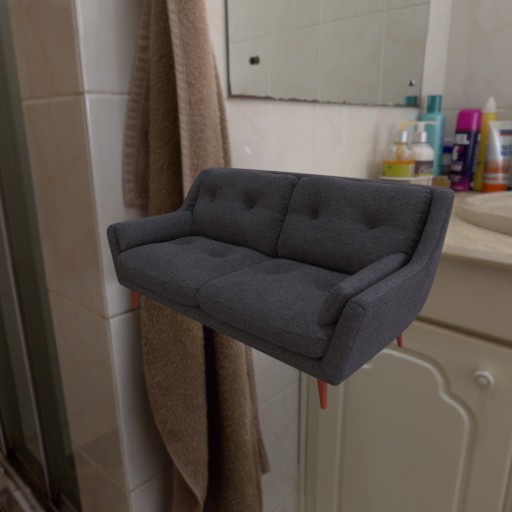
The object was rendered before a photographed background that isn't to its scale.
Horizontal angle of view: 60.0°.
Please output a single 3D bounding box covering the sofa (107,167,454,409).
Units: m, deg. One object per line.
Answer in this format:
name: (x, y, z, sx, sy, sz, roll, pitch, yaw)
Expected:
sofa: (0.000, 0.000, 2.544, 0.975, 0.896, 1.929, -15, 22, -43)
